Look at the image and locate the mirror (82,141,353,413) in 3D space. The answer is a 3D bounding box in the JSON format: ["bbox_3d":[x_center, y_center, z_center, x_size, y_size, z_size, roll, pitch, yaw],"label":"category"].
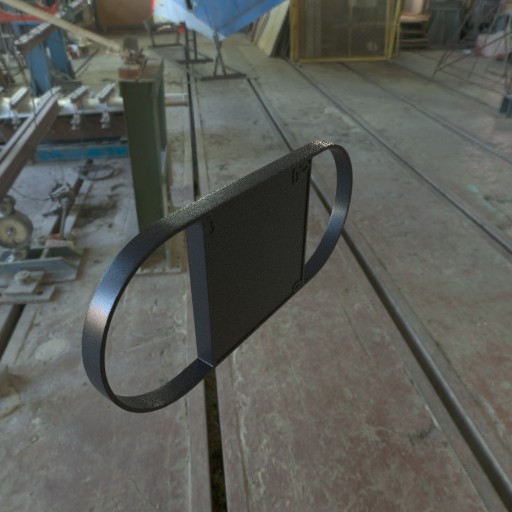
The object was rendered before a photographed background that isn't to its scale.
[{"bbox_3d":[0.000,0.000,0.670,0.032,0.254,0.584,22,39,30],"label":"mirror"}]
